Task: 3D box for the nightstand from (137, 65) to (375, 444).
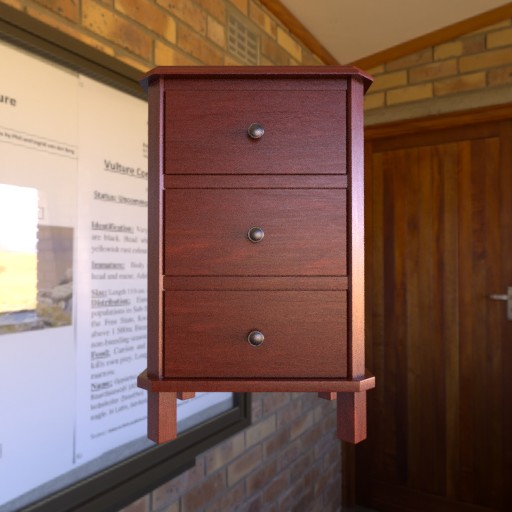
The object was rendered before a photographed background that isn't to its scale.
[{"bbox_3d":[0.000,0.000,0.951,0.435,0.681,0.351,0,-1,0],"label":"nightstand"}]
